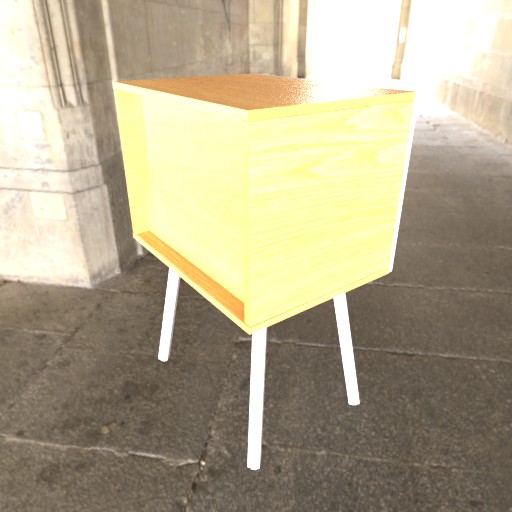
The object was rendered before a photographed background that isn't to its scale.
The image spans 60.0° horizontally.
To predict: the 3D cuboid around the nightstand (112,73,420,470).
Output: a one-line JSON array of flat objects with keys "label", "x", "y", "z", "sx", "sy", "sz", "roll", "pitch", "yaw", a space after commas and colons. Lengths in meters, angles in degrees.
[{"label": "nightstand", "x": 0.000, "y": 0.000, "z": 0.833, "sx": 0.316, "sy": 0.601, "sz": 0.400, "roll": -18, "pitch": 32, "yaw": -32}]
